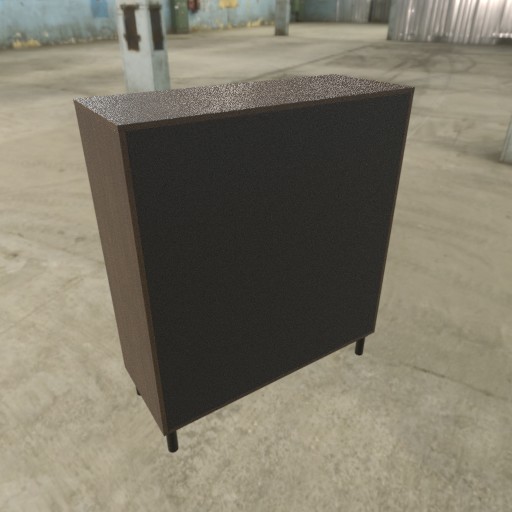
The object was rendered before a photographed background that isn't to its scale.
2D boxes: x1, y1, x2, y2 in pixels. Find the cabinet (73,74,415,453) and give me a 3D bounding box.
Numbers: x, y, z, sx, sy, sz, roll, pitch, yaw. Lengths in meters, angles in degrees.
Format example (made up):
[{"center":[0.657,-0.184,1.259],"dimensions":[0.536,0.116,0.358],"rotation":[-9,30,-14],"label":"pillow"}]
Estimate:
[{"center":[0.000,0.000,1.670],"dimensions":[1.010,1.170,0.400],"rotation":[-18,34,-29],"label":"cabinet"}]
